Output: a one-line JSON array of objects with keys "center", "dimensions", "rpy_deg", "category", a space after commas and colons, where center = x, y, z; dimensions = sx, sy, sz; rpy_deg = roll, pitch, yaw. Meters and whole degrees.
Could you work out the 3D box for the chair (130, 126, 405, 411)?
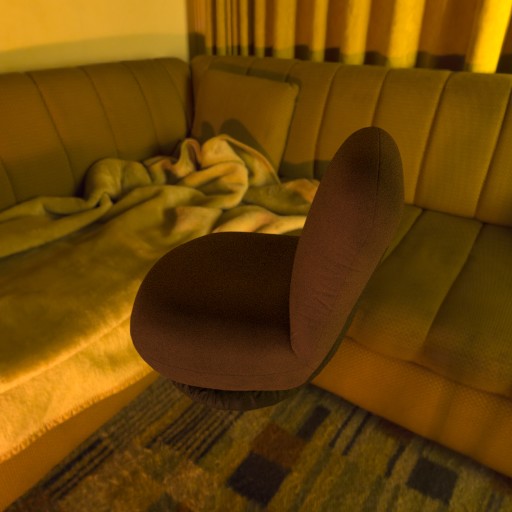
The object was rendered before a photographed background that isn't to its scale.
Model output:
[{"center": [0.000, 0.000, 1.046], "dimensions": [0.597, 0.594, 0.521], "rpy_deg": [7, 30, 12], "category": "chair"}]
